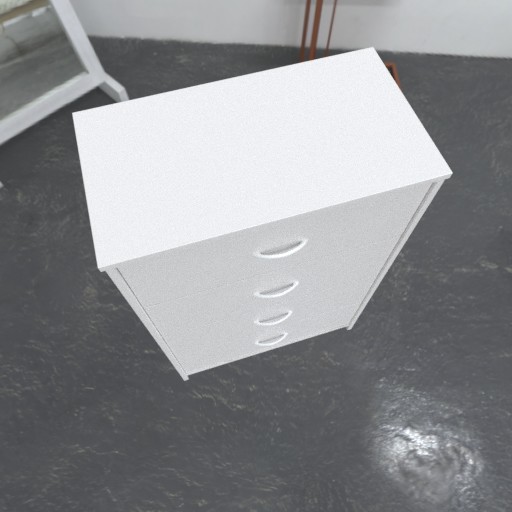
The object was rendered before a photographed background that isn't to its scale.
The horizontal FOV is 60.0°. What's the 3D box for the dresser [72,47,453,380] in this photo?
[{"bbox_3d":[0.000,0.000,1.369,0.704,1.021,0.401,-16,64,-8],"label":"dresser"}]
